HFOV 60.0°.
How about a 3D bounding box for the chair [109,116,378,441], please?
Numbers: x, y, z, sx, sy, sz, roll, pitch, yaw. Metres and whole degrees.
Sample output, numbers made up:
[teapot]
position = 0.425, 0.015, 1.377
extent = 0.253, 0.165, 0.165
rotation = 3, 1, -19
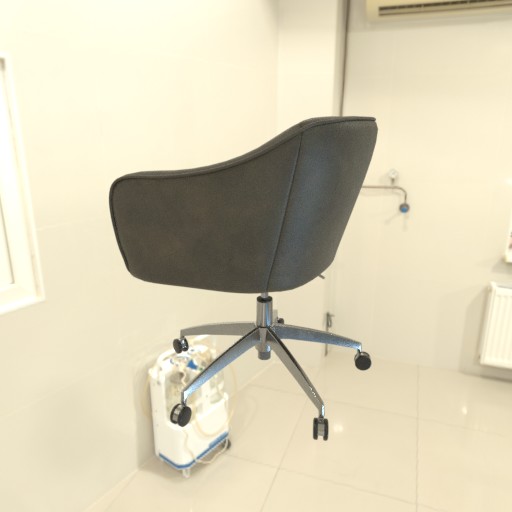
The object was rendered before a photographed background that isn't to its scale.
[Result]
[chair]
position = 0.000, 0.000, 1.379
extent = 0.689, 0.827, 0.713
rotation = 8, 19, 25
